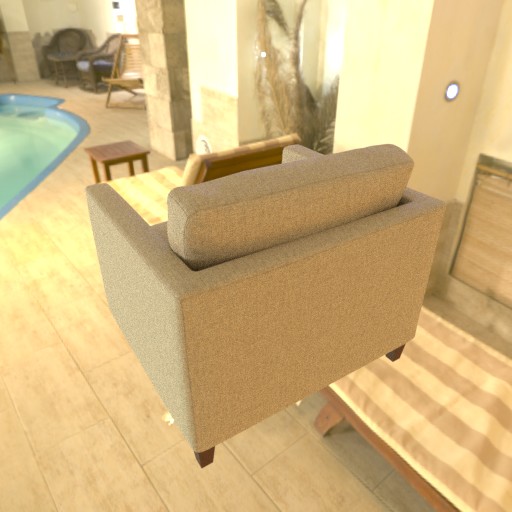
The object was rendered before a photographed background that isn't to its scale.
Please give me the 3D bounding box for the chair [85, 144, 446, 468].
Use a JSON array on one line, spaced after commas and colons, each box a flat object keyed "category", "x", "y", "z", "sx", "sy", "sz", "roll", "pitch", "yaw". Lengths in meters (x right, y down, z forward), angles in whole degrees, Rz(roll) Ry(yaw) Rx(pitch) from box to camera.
[{"category": "chair", "x": 0.000, "y": 0.000, "z": 1.850, "sx": 1.107, "sy": 0.961, "sz": 0.959, "roll": -18, "pitch": 35, "yaw": -28}]
